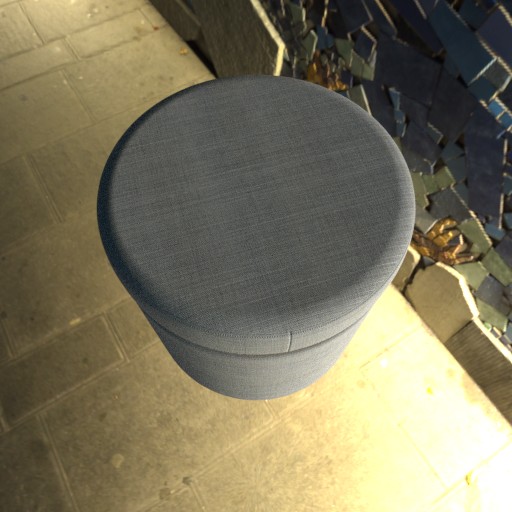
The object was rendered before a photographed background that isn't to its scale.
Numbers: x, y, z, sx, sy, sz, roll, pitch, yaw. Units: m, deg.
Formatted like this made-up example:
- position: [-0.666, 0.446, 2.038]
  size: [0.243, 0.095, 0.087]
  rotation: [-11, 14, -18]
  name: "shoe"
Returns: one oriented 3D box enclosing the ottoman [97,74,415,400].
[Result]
- position: [0.000, 0.000, 0.725]
  size: [0.400, 0.406, 0.400]
  rotation: [0, 63, 0]
  name: "ottoman"
